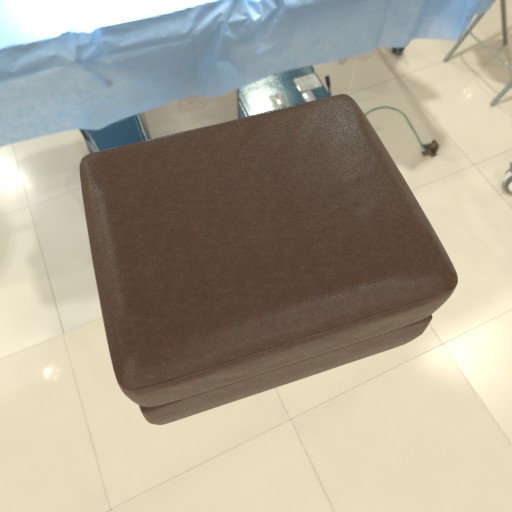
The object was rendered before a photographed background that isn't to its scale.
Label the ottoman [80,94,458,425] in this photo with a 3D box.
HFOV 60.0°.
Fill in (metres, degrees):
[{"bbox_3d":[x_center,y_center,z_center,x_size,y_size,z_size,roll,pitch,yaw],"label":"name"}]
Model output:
[{"bbox_3d":[0.000,0.000,1.139,0.751,0.476,0.603,-16,63,-8],"label":"ottoman"}]
